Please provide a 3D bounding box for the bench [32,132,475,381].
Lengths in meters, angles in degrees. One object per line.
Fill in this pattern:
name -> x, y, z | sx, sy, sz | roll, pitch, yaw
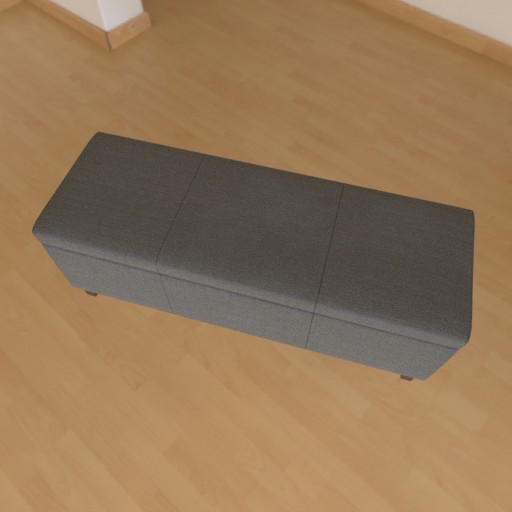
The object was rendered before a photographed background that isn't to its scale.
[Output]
bench -> 0.000, 0.000, 1.480 | 1.269, 0.438, 0.446 | 14, 59, 8
